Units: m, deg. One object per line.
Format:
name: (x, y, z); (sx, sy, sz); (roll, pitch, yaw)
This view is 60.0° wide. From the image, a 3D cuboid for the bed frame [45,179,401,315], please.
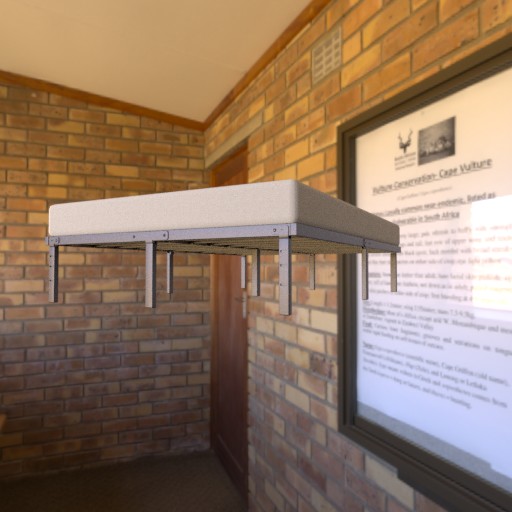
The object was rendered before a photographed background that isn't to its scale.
bed frame: (0.000, 0.000, 3.763); (2.205, 0.680, 2.842); (-1, -2, 36)
